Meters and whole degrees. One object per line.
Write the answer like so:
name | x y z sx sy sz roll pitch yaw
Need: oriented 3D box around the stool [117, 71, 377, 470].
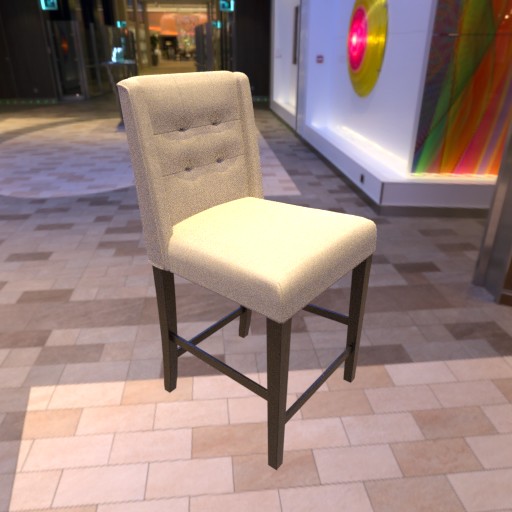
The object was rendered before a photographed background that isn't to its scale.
stool | 0.000 0.000 1.249 0.509 0.939 0.474 18 31 34
